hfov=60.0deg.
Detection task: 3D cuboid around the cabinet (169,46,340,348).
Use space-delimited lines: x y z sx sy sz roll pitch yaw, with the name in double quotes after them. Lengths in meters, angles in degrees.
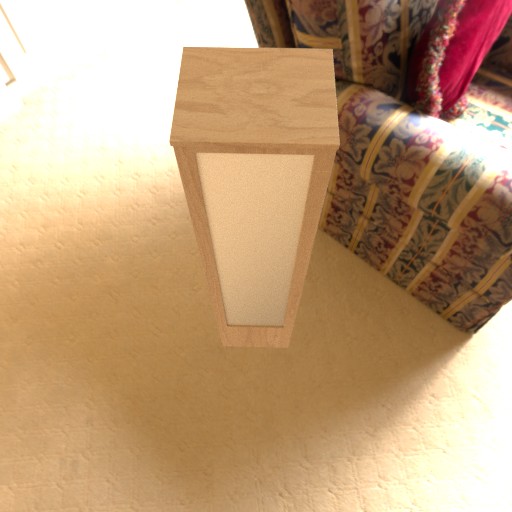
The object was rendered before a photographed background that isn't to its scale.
0.000 0.000 1.981 0.411 1.879 0.338 1 63 1 "cabinet"
